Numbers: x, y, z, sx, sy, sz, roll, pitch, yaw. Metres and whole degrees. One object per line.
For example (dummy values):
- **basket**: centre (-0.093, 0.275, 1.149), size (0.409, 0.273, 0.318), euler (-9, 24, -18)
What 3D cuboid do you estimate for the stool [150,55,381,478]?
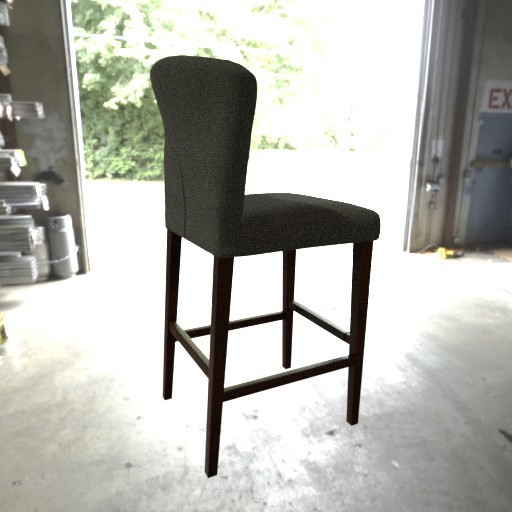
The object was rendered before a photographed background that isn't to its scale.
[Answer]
- **stool**: centre (0.000, 0.000, 1.352), size (0.568, 1.069, 0.486), euler (-7, 16, -26)
